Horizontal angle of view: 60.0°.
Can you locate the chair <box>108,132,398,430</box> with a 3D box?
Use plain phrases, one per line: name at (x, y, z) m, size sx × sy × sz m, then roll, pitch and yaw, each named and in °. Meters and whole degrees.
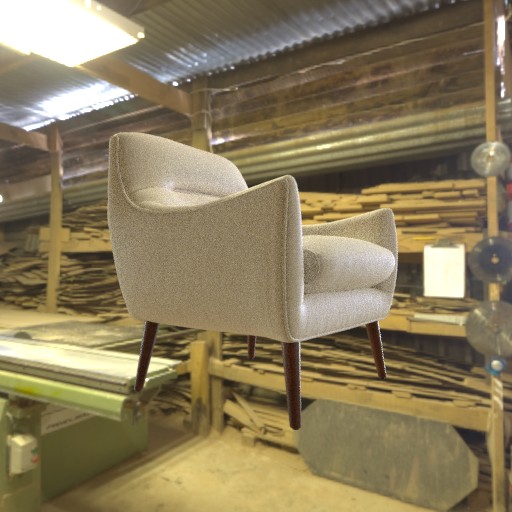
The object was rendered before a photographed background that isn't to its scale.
chair at (0.000, 0.000, 1.483) m, size 0.787 × 0.838 × 0.762 m, roll -1°, pitch -2°, yaw 35°
